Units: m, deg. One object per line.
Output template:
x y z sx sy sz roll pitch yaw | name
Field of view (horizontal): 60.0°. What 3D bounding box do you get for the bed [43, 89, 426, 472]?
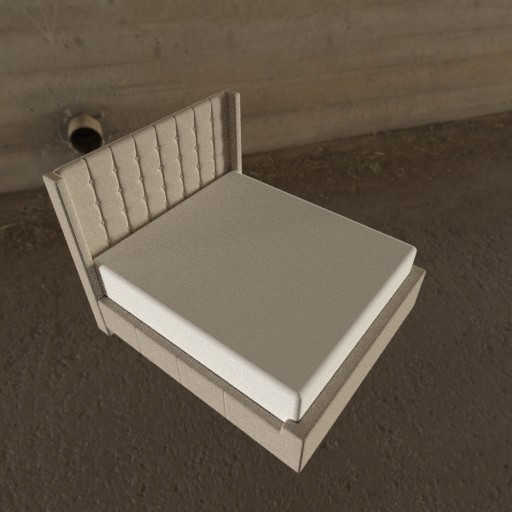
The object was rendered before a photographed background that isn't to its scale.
0.000 0.000 3.832 2.370 1.743 2.045 27 49 27 | bed
